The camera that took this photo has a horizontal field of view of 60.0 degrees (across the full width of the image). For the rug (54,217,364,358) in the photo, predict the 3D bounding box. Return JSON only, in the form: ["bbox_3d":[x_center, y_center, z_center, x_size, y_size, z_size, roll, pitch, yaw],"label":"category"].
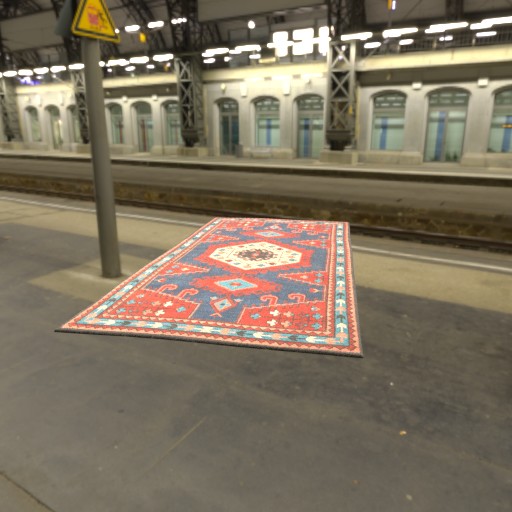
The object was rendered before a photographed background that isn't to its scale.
[{"bbox_3d":[0.000,0.000,3.532,1.522,0.034,3.032,3,16,10],"label":"rug"}]
